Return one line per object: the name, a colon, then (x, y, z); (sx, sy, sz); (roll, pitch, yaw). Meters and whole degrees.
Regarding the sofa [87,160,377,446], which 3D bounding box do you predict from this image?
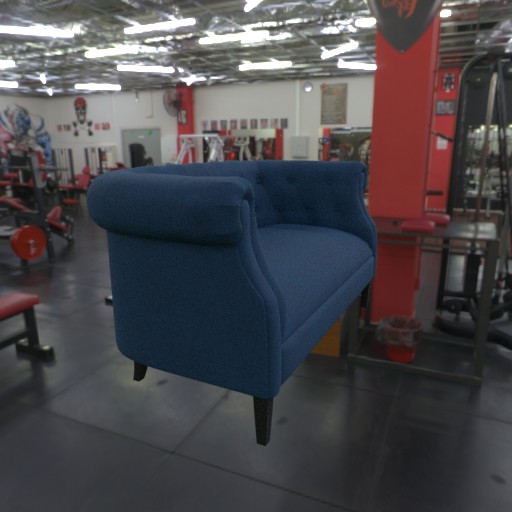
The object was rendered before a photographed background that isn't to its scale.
sofa: (0.000, 0.000, 2.038); (0.835, 0.827, 1.558); (7, 16, 26)
